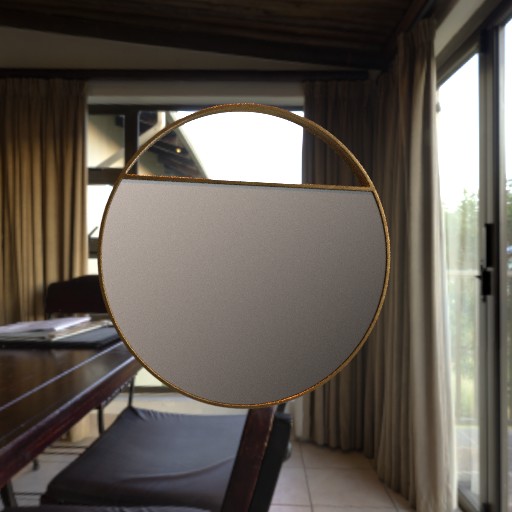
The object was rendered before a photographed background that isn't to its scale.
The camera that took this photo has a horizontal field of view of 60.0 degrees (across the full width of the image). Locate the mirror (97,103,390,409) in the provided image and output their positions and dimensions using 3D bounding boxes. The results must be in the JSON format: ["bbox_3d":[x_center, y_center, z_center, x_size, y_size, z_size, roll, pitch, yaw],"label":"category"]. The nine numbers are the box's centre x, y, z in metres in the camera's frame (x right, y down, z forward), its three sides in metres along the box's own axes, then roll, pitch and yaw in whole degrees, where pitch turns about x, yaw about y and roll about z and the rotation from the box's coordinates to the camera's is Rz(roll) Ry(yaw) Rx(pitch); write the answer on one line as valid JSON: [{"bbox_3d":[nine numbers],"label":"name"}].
[{"bbox_3d":[0.000,0.000,0.839,0.565,0.565,0.032,0,0,-17],"label":"mirror"}]
